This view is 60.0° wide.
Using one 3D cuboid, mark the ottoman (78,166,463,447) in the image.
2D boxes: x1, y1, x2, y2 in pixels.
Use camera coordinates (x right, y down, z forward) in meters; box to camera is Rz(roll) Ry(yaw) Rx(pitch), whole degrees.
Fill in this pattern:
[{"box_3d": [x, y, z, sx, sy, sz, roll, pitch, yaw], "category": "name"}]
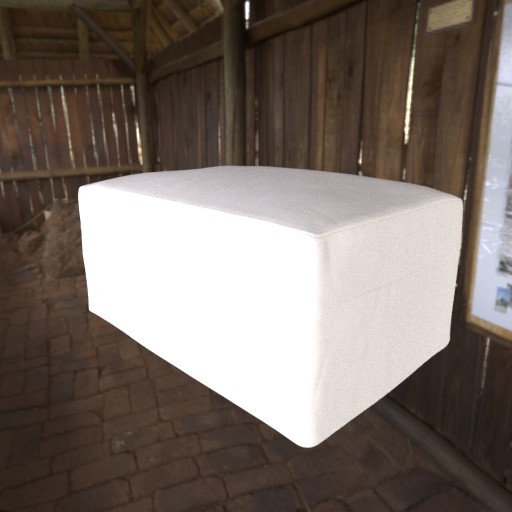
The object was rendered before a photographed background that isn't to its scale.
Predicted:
[{"box_3d": [0.000, 0.000, 1.181, 0.590, 0.444, 0.872, -15, 22, -42], "category": "ottoman"}]
